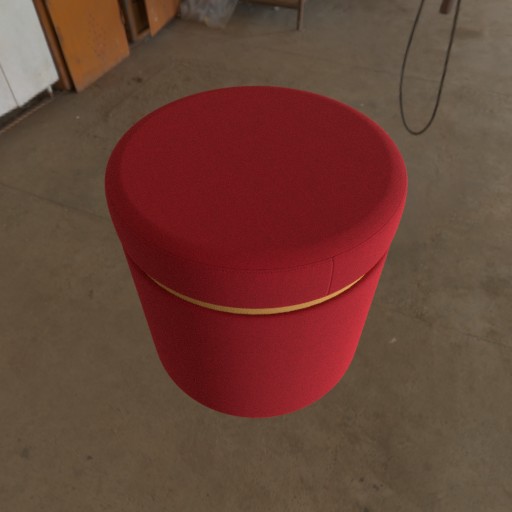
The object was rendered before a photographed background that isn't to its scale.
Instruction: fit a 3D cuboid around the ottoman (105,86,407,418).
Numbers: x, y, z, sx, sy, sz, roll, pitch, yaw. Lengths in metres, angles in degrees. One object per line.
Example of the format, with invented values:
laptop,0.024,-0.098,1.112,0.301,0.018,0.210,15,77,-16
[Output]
ottoman,0.000,0.000,0.734,0.400,0.406,0.400,0,48,0
